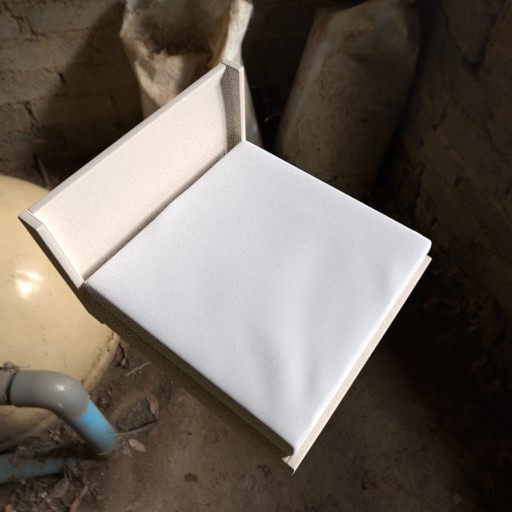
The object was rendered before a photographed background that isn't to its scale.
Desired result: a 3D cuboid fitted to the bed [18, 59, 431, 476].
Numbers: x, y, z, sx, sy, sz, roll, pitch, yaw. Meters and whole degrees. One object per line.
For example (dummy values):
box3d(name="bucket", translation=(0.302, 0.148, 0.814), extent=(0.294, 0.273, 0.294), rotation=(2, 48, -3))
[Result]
box3d(name="bed", translation=(0.000, 0.000, 3.571), extent=(2.293, 1.471, 2.145), rotation=(33, 63, 19))
